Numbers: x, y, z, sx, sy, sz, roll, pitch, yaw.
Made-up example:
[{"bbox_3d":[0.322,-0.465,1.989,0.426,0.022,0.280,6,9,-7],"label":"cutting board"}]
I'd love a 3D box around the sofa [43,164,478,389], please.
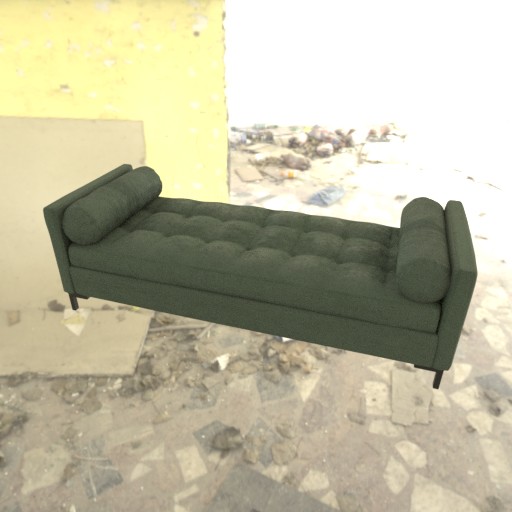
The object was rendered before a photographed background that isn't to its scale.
[{"bbox_3d":[0.000,0.000,2.502,2.130,0.681,0.817,9,31,15],"label":"sofa"}]
